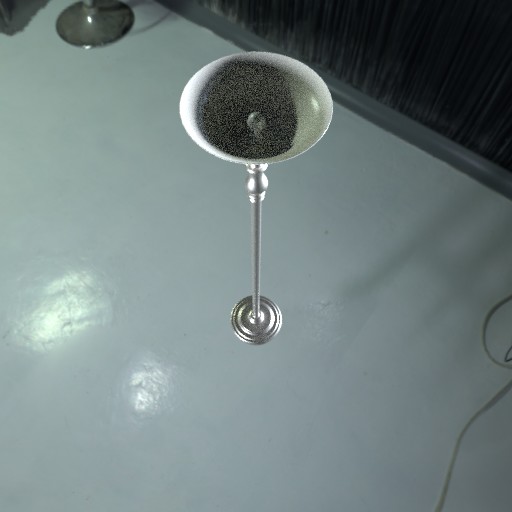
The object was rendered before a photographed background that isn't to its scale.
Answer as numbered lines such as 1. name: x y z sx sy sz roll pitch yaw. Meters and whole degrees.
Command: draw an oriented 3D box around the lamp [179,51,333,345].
1. lamp: 0.000 0.000 1.962 0.405 1.771 0.405 32 67 15
